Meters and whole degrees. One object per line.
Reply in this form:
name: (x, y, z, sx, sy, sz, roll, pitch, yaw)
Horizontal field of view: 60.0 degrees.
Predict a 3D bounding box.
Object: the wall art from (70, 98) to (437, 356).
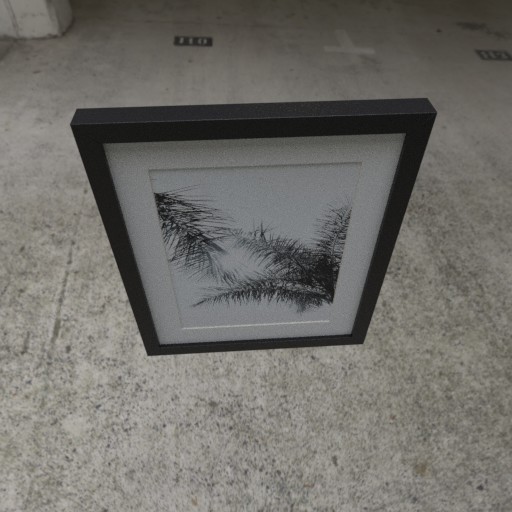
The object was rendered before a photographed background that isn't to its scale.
wall art: (0.000, 0.000, 0.538, 0.325, 0.380, 0.028, -3, 46, -3)
